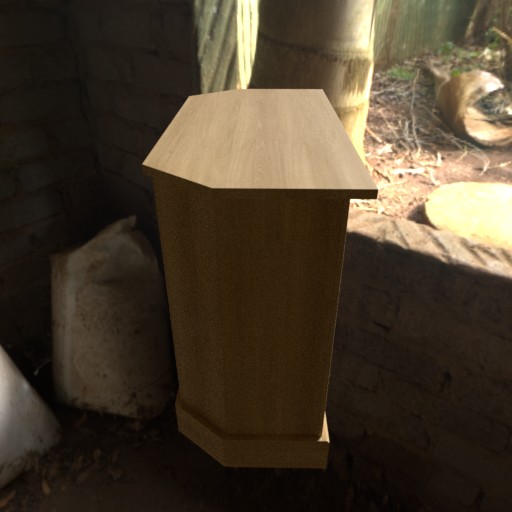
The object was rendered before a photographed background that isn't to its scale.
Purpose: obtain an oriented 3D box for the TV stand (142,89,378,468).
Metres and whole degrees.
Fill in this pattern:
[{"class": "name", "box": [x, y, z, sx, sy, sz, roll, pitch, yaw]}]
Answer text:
[{"class": "TV stand", "box": [0.000, 0.000, 1.311, 0.425, 0.781, 0.851, 1, 31, 1]}]
